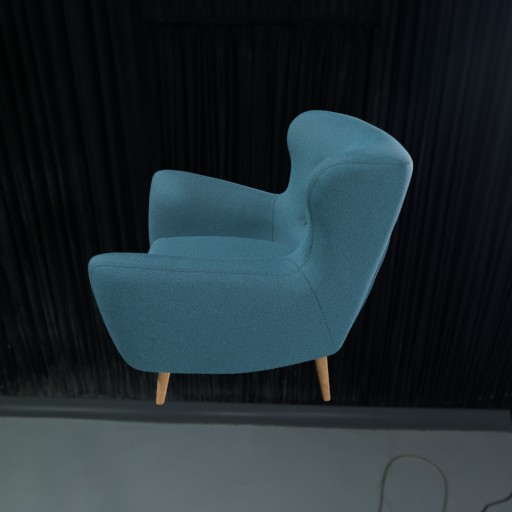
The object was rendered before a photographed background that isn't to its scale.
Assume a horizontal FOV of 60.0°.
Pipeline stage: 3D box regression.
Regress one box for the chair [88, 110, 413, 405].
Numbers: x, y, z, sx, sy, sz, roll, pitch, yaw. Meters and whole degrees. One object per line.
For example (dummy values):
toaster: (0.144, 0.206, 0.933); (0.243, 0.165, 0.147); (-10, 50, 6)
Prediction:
chair: (0.000, 0.000, 1.563); (0.889, 0.889, 0.890); (0, 26, 0)
